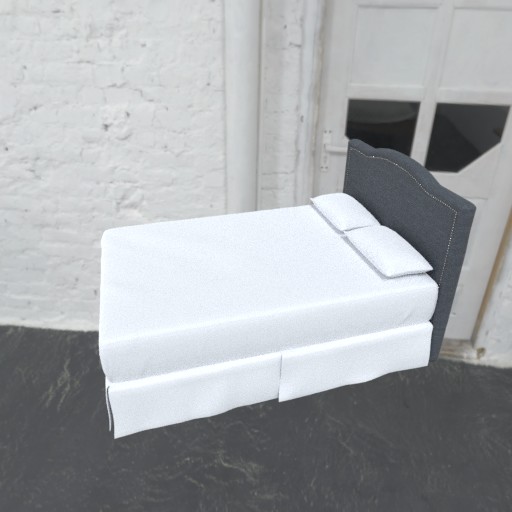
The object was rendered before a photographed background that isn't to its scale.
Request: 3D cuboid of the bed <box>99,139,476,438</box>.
[{"bbox_3d":[0.000,0.000,3.547,2.507,1.441,1.747,-8,31,-14],"label":"bed"}]
